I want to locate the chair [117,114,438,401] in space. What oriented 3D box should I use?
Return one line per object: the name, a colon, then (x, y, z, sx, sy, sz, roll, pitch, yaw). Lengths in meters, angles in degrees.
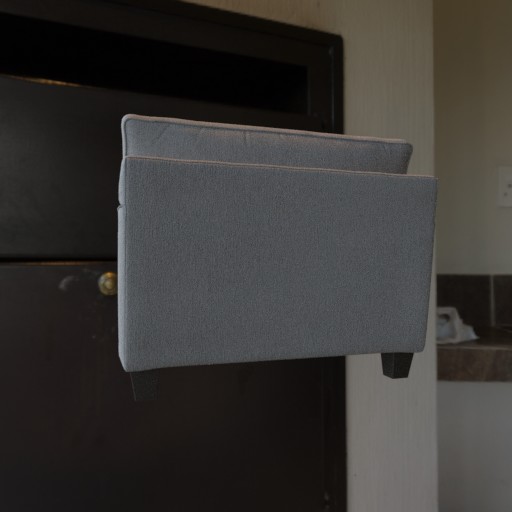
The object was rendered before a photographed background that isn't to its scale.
chair: (0.000, 0.000, 2.043, 1.220, 1.016, 1.041, 0, -1, -17)
